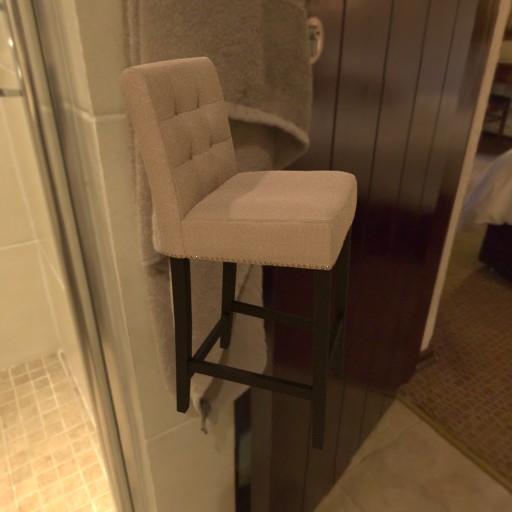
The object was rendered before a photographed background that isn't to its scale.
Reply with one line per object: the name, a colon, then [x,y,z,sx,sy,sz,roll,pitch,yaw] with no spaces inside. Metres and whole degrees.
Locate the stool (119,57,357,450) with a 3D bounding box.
stool: [0.000,0.000,1.309,0.548,1.047,0.411,9,29,17]
